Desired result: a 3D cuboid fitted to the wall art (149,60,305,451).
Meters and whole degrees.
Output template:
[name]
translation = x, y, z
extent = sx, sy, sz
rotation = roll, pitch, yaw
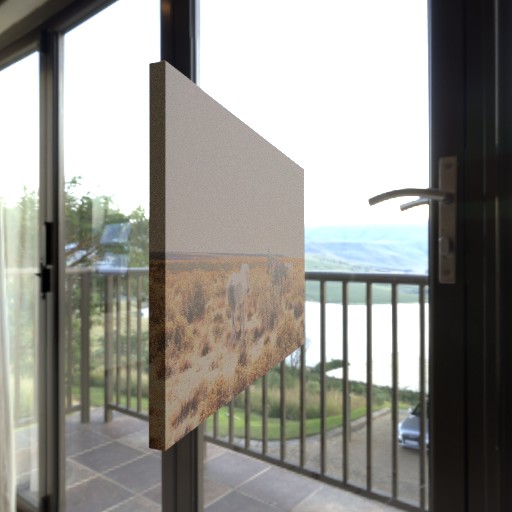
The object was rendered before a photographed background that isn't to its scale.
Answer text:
[wall art]
translation = 0.000, 0.000, 1.874
extent = 0.051, 1.016, 1.520
rotation = 0, 0, 20
